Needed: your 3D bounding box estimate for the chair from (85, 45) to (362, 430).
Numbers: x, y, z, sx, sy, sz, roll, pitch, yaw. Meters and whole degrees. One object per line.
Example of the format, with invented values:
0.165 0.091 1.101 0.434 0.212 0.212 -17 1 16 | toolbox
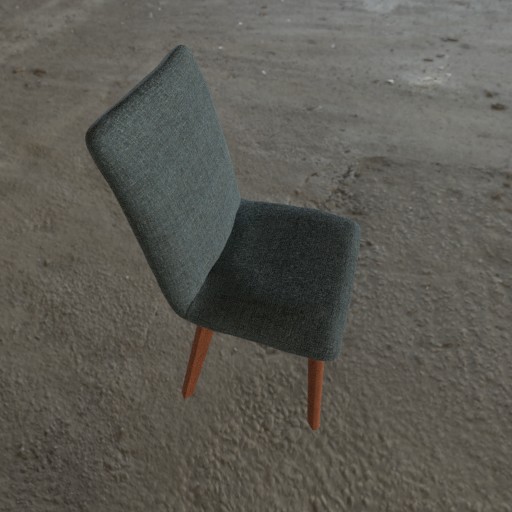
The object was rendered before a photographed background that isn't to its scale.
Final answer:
0.000 0.000 1.262 0.563 0.974 0.522 12 48 11 | chair
